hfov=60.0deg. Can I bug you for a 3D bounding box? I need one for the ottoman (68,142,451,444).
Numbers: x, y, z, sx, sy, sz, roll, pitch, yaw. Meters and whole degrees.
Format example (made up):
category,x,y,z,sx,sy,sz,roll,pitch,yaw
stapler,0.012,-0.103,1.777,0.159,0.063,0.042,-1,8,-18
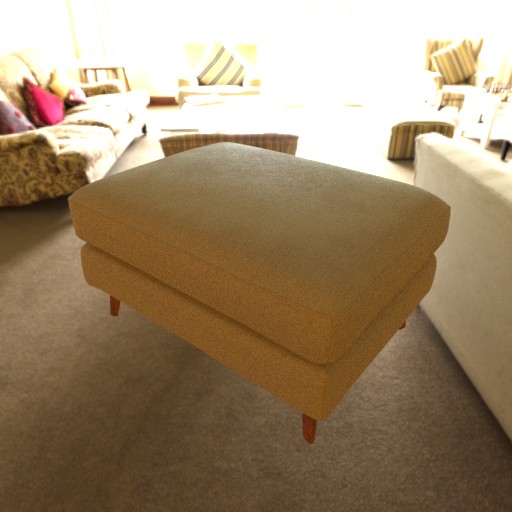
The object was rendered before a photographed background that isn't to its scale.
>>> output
category,x,y,z,sx,sy,sz,roll,pitch,yaw
ottoman,0.000,0.000,1.184,0.811,0.449,0.608,22,37,33
